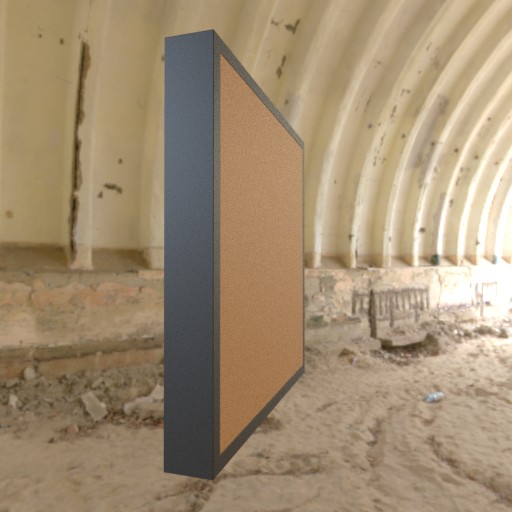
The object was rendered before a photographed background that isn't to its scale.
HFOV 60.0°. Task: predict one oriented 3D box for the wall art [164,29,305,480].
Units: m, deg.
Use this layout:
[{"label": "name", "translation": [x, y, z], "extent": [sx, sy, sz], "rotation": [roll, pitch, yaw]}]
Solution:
[{"label": "wall art", "translation": [0.000, 0.000, 0.448], "extent": [0.038, 0.304, 0.304], "rotation": [0, -1, 18]}]
